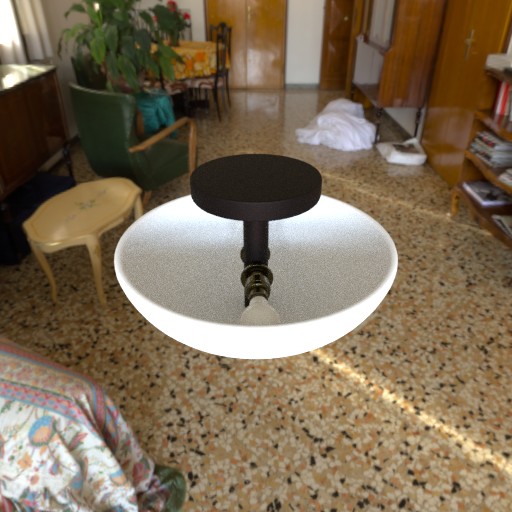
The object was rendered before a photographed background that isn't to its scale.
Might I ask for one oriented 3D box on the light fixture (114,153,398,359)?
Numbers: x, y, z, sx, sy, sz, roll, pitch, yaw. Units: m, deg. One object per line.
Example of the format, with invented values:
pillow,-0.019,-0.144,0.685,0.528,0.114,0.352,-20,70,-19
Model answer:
light fixture,0.000,0.000,0.546,0.331,0.212,0.331,0,32,0
